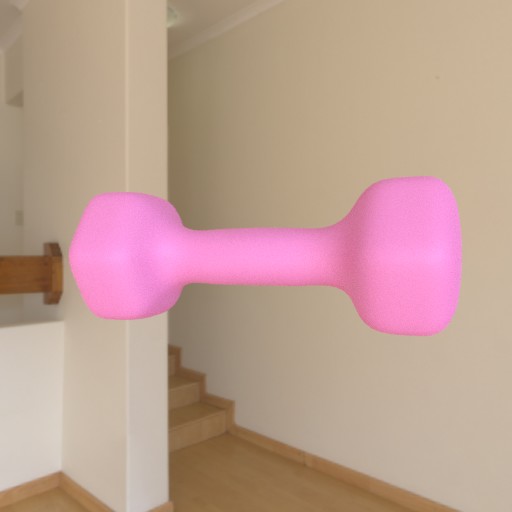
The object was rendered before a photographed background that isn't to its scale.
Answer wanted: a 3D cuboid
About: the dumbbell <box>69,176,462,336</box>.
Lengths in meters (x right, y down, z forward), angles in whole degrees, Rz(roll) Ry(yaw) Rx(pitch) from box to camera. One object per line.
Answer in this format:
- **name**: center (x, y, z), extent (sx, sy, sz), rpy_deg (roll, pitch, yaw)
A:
- **dumbbell**: center (0.000, 0.000, 0.189), extent (0.159, 0.058, 0.064), rpy_deg (0, 0, 19)
